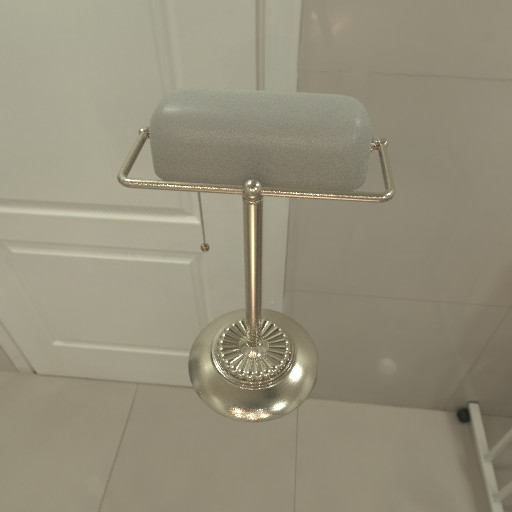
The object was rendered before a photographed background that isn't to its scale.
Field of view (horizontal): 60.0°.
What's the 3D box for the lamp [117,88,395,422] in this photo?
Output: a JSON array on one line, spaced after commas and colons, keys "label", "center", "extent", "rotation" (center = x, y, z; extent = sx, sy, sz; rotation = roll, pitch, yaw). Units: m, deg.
[{"label": "lamp", "center": [0.000, 0.000, 0.512], "extent": [0.264, 0.339, 0.243], "rotation": [4, 45, 4]}]
